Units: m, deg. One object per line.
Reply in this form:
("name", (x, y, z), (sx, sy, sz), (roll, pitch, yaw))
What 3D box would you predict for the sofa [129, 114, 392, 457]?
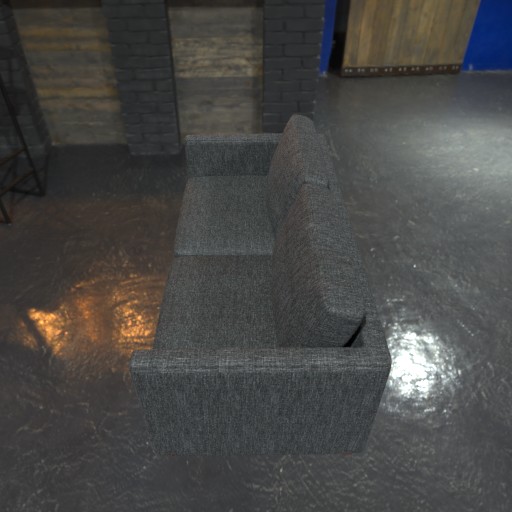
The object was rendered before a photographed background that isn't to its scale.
("sofa", (0.000, 0.000, 2.406), (0.950, 0.963, 1.884), (0, 40, -1))
